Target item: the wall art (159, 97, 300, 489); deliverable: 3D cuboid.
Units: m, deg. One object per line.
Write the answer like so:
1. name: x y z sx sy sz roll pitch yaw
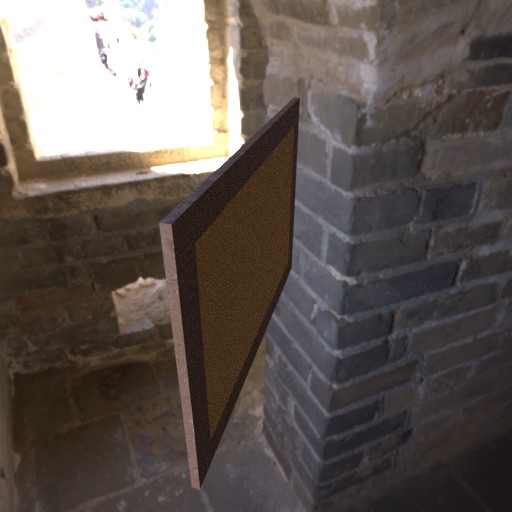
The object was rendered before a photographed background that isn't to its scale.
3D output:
1. wall art: 0.000 0.000 1.161 0.019 0.626 0.917 8 32 14
